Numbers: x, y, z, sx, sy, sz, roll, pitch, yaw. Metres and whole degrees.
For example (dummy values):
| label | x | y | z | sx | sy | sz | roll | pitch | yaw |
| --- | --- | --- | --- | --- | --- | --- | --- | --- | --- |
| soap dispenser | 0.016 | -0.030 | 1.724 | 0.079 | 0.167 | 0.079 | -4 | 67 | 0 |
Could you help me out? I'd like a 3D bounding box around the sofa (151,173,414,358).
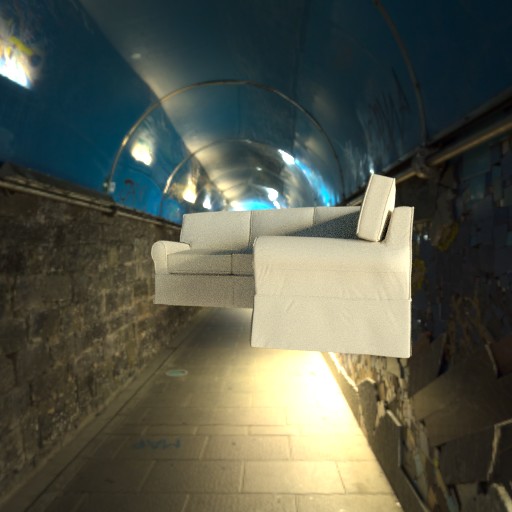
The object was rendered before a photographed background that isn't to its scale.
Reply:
| label | x | y | z | sx | sy | sz | roll | pitch | yaw |
| --- | --- | --- | --- | --- | --- | --- | --- | --- | --- |
| sofa | 0.000 | 0.000 | 4.016 | 2.591 | 1.070 | 2.597 | 0 | 1 | 17 |
